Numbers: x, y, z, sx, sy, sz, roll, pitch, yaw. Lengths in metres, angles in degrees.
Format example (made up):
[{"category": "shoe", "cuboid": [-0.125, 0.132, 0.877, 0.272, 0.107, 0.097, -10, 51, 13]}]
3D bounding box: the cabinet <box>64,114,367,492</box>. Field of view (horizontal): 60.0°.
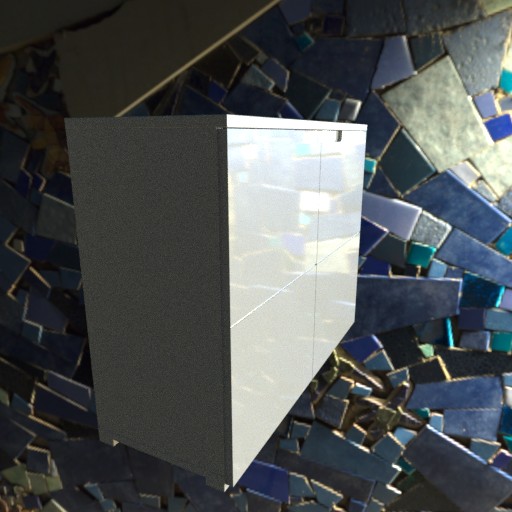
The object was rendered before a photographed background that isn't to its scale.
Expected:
[{"category": "cabinet", "cuboid": [0.000, 0.000, 1.384, 0.400, 0.800, 1.000, 8, 17, 26]}]
